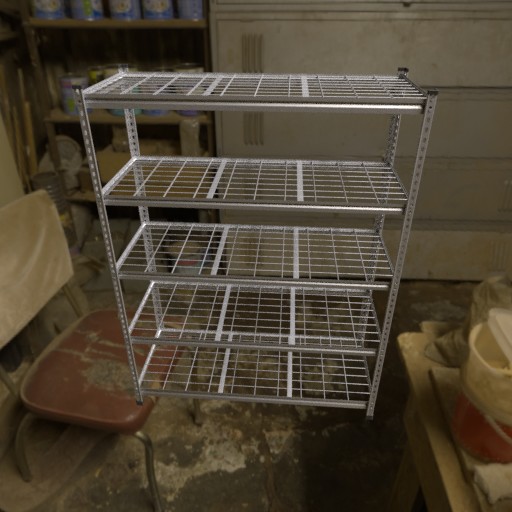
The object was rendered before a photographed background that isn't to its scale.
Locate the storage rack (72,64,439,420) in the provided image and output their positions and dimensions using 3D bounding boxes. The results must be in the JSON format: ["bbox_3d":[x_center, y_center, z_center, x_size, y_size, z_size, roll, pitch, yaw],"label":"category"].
[{"bbox_3d":[0.000,0.000,2.593,1.524,1.981,0.610,2,31,4],"label":"storage rack"}]
